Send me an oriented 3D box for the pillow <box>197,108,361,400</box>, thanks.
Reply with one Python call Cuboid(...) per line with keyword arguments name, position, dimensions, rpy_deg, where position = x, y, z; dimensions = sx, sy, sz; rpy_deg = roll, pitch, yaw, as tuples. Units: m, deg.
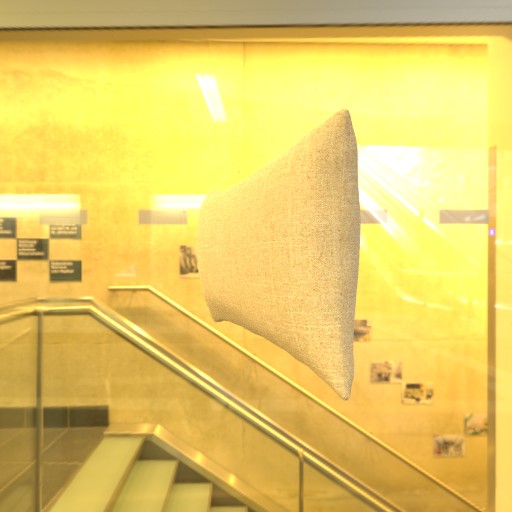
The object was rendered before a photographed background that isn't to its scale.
Cuboid(name="pillow", position=(0.000, 0.000, 1.043), dimensions=(0.197, 0.429, 0.859), rpy_deg=(0, 0, -18))
